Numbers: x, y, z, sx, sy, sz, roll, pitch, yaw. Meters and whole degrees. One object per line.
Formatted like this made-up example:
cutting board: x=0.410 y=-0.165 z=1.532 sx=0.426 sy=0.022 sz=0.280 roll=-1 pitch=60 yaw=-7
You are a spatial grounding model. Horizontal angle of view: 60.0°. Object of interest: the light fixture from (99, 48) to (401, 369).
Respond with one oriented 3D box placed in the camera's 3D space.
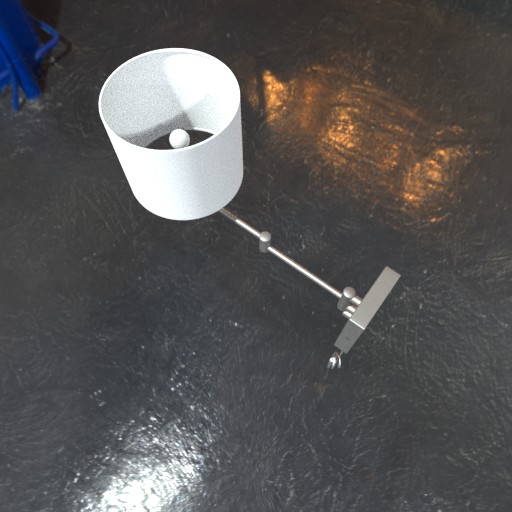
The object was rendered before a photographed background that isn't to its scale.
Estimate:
light fixture: x=0.000 y=0.000 z=0.889 sx=0.516 sy=0.651 sz=0.203 roll=34 pitch=68 yaw=16
